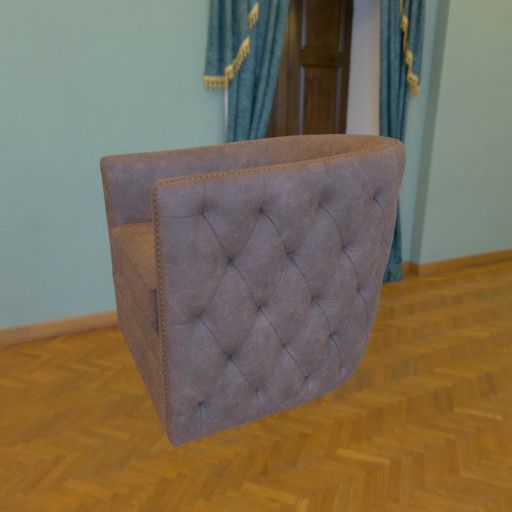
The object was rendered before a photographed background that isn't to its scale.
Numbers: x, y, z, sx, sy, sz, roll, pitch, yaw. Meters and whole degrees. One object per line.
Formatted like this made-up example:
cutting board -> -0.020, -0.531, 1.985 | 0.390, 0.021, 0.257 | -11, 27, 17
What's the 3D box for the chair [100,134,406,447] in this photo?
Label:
chair -> 0.000, 0.000, 1.512 | 0.870, 0.790, 0.850 | -8, 19, -25
